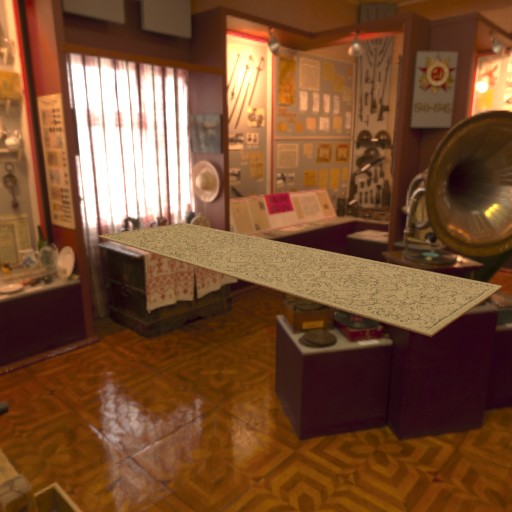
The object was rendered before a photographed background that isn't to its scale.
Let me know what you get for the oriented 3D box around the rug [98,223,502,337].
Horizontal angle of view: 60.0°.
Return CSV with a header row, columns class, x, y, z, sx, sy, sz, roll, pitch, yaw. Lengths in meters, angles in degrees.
class,x,y,z,sx,sy,sz,roll,pitch,yaw
rug,0.000,0.000,2.614,2.448,0.012,0.769,13,19,43
